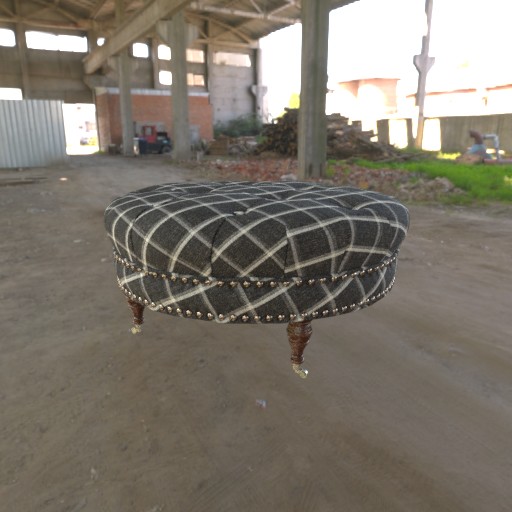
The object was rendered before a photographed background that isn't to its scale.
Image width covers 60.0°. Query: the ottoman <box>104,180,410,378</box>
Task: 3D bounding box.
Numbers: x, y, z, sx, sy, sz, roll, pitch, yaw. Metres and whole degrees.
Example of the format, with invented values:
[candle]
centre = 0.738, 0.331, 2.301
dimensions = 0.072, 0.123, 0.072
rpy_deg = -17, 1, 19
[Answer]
[ottoman]
centre = 0.000, 0.000, 1.404
dimensions = 0.901, 0.439, 0.901
rpy_deg = 0, 15, 0
